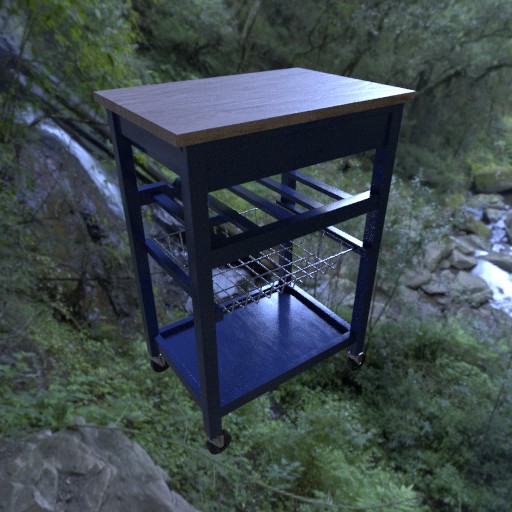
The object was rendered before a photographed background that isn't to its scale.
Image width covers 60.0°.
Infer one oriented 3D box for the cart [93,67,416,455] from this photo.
[{"bbox_3d":[0.000,0.000,1.180,0.584,0.839,0.403,-20,37,-30],"label":"cart"}]
